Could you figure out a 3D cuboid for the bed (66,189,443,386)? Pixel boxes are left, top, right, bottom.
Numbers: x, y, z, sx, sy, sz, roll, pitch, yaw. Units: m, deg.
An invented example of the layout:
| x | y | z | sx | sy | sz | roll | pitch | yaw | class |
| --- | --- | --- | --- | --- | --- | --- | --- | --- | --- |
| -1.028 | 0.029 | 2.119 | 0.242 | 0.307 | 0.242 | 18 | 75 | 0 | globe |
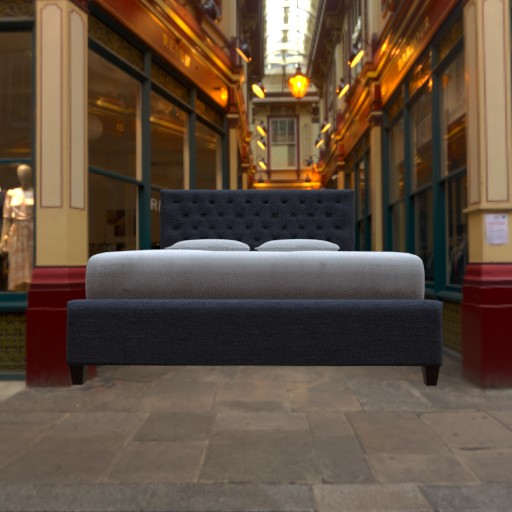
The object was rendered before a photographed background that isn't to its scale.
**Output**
| x | y | z | sx | sy | sz | roll | pitch | yaw | class |
| --- | --- | --- | --- | --- | --- | --- | --- | --- | --- |
| 0.000 | 0.000 | 3.580 | 2.078 | 1.427 | 2.387 | 0 | 0 | 1 | bed |
